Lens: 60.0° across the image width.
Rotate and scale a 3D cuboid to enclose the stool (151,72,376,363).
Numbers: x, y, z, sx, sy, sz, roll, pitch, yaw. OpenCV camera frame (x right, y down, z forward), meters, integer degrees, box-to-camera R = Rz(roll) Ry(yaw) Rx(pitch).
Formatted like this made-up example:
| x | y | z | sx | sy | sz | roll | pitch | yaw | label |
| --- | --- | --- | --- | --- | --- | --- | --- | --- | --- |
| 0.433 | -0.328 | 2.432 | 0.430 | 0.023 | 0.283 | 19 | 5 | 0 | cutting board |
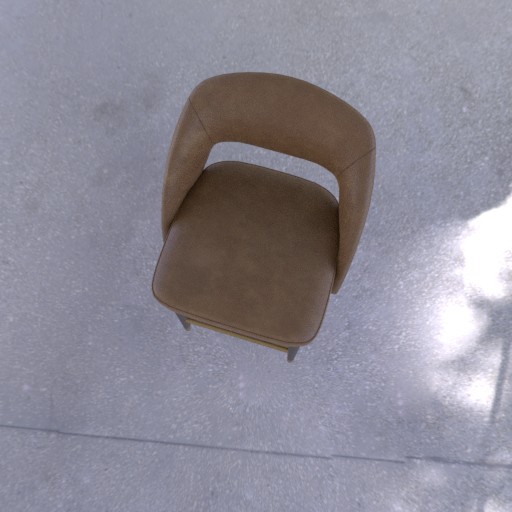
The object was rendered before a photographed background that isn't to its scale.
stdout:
| x | y | z | sx | sy | sz | roll | pitch | yaw | label |
| --- | --- | --- | --- | --- | --- | --- | --- | --- | --- |
| 0.000 | 0.000 | 1.331 | 0.494 | 1.037 | 0.509 | 16 | 76 | 4 | stool |
